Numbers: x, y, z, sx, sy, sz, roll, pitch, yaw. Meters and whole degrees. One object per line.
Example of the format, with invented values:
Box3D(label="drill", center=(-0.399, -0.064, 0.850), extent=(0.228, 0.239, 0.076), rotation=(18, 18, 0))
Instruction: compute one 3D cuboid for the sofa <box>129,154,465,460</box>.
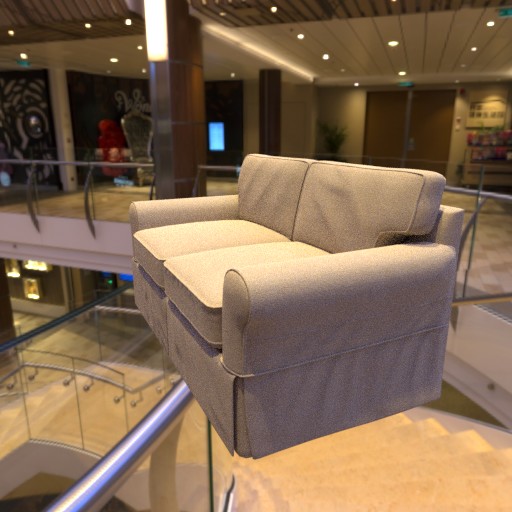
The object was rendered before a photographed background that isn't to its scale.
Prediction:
Box3D(label="sofa", center=(0.000, 0.000, 2.261), extent=(0.991, 0.940, 1.727), rotation=(-8, 17, -25))
